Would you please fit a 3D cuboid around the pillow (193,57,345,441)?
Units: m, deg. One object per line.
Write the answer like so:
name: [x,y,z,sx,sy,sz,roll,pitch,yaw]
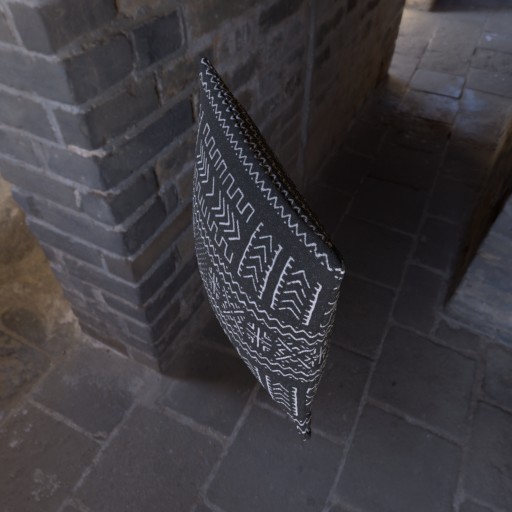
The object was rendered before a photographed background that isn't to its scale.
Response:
pillow: [0.000,0.000,0.673,0.164,0.430,0.438,-16,50,-14]
